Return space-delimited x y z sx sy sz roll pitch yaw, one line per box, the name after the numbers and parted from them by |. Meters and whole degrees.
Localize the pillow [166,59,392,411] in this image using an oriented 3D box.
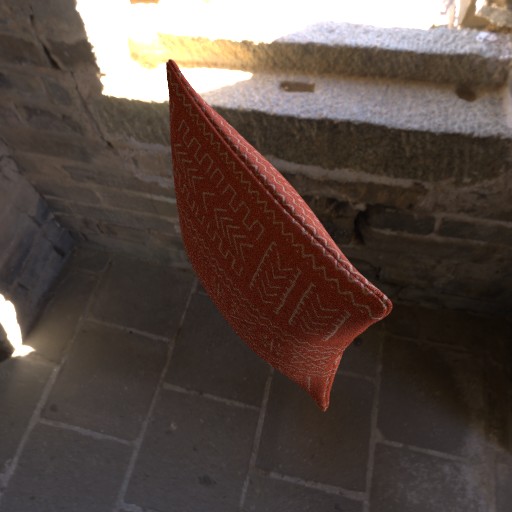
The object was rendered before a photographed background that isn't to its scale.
0.000 0.000 0.672 0.164 0.429 0.438 -30 64 -16 | pillow
